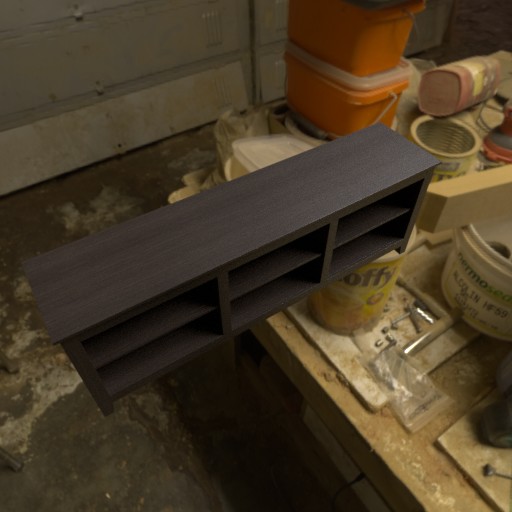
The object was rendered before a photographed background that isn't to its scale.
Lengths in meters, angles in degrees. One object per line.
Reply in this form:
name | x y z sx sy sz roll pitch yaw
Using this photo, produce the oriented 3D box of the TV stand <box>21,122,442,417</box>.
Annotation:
TV stand | 0.000 0.000 2.052 1.778 0.610 0.406 -25 52 -22
